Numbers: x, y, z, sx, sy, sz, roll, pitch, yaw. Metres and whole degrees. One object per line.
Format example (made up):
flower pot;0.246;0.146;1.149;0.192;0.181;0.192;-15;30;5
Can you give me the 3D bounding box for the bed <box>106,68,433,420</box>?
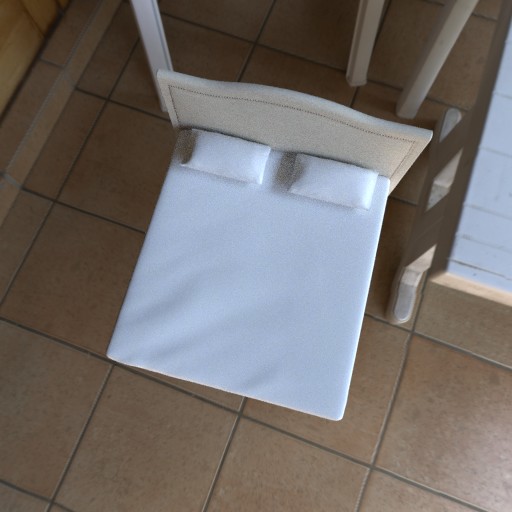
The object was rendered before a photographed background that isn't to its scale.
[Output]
bed;0.000;0.000;3.582;2.083;1.421;2.182;14;76;4
